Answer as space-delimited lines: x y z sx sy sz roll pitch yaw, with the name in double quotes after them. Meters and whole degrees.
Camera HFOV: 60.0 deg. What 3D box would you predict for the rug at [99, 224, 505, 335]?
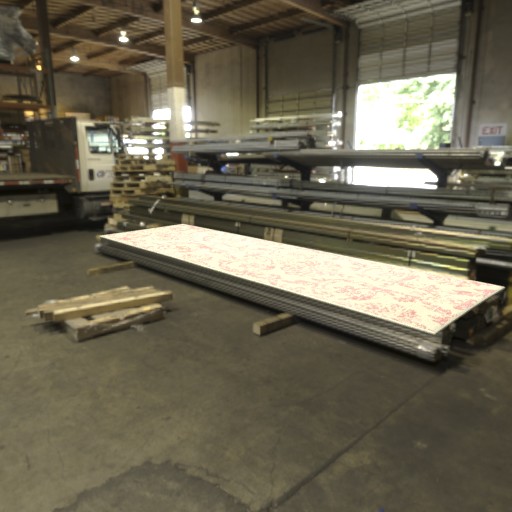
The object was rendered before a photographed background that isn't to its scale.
0.000 0.000 2.321 0.662 0.011 2.196 -13 19 -43 "rug"
